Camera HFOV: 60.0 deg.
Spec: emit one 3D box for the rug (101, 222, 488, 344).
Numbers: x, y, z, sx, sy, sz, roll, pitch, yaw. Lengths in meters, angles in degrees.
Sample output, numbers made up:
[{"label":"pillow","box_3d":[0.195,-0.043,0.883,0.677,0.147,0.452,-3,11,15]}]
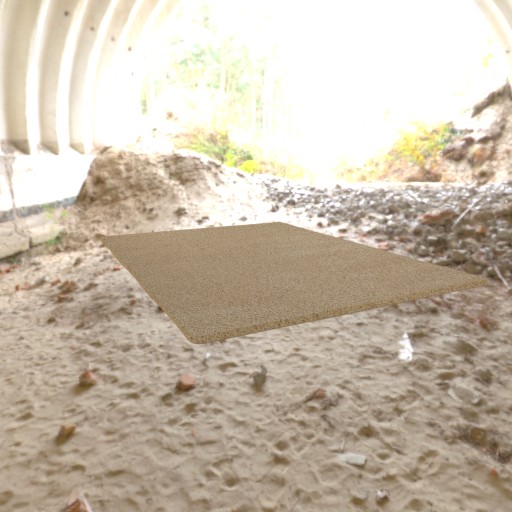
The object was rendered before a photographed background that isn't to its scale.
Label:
[{"label":"rug","box_3d":[0.000,0.000,2.125,1.199,0.025,1.600,-7,15,-26]}]
